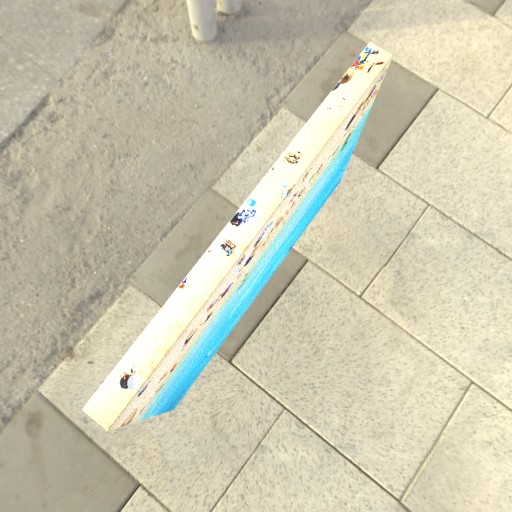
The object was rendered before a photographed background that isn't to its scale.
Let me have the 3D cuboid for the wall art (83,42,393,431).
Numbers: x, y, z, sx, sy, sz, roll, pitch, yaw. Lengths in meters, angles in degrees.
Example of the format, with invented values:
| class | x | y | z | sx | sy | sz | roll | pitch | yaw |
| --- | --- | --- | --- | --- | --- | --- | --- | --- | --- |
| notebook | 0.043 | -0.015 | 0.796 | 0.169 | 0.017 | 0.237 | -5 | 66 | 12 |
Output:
| class | x | y | z | sx | sy | sz | roll | pitch | yaw |
| --- | --- | --- | --- | --- | --- | --- | --- | --- | --- |
| wall art | 0.000 | 0.000 | 1.103 | 0.057 | 0.595 | 0.894 | 35 | 77 | 9 |
